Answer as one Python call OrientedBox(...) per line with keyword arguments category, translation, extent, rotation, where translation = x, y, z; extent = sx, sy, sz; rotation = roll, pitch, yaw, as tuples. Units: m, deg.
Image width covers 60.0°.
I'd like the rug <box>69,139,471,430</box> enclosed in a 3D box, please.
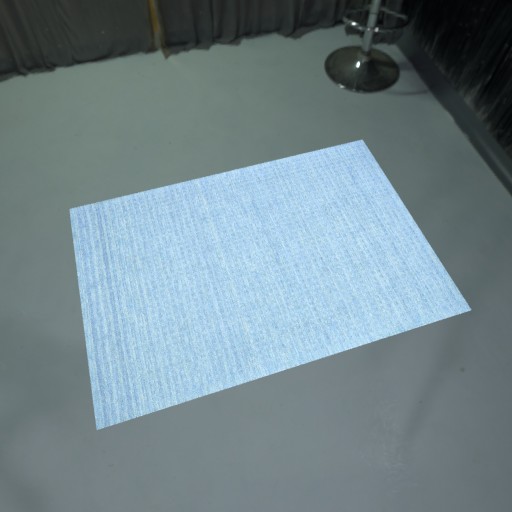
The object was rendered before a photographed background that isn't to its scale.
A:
OrientedBox(category="rug", translation=(0.000, 0.000, 3.730), extent=(2.895, 0.006, 1.982), rotation=(-15, 59, -9))
